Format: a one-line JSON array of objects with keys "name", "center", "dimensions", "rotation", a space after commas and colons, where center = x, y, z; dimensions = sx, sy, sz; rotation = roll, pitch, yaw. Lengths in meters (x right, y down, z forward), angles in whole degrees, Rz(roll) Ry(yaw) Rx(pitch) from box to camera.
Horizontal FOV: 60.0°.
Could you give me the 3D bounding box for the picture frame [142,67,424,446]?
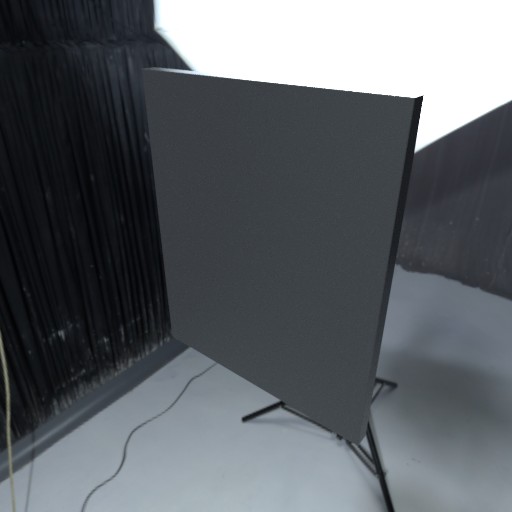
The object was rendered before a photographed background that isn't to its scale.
[{"name": "picture frame", "center": [0.000, 0.000, 0.745], "dimensions": [0.460, 0.556, 0.028], "rotation": [21, 35, 33]}]
